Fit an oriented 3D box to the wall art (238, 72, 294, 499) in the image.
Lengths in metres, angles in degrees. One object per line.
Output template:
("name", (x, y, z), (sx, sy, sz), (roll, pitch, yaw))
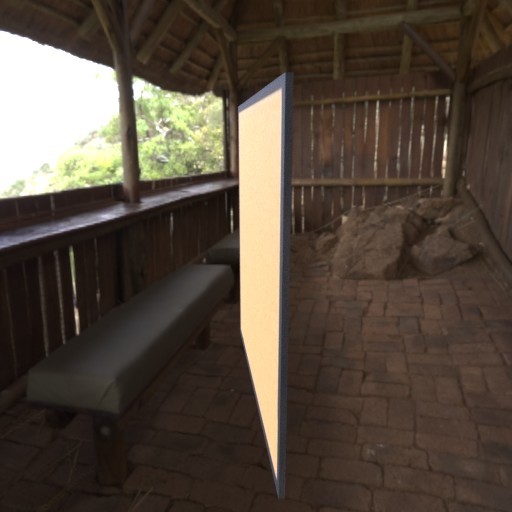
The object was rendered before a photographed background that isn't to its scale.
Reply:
("wall art", (0.000, 0.000, 1.206), (0.013, 0.823, 0.823), (-2, 15, -7))
